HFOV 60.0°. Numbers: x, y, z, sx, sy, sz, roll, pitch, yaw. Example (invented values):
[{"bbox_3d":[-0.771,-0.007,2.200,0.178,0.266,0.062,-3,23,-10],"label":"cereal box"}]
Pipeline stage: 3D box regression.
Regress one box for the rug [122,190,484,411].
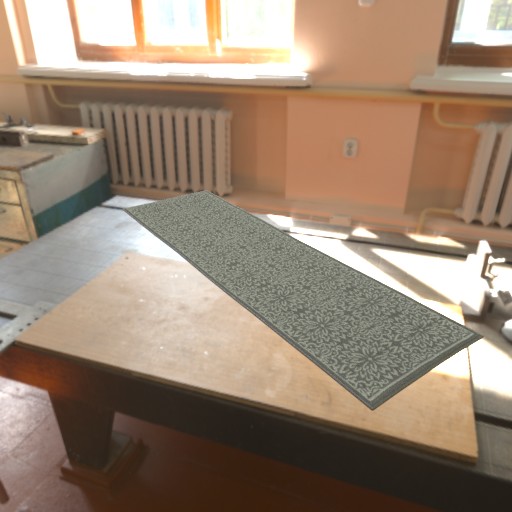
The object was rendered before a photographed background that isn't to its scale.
[{"bbox_3d":[0.000,0.000,2.384,0.662,0.011,2.196,-18,32,-31],"label":"rug"}]
